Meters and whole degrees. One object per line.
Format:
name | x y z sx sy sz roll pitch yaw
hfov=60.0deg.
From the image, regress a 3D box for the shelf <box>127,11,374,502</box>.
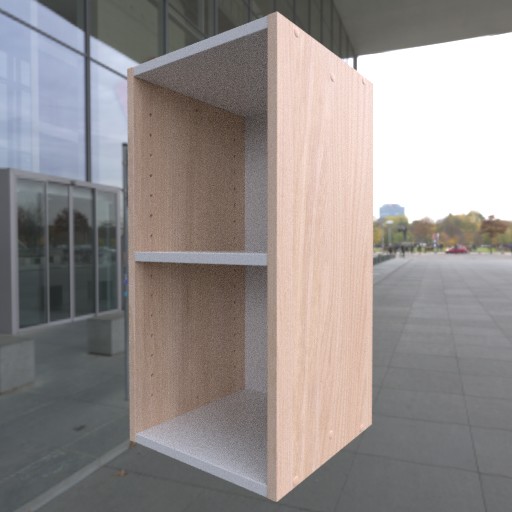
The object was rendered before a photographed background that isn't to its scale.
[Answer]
shelf | 0.000 0.000 0.741 0.290 0.594 0.297 1 2 37
